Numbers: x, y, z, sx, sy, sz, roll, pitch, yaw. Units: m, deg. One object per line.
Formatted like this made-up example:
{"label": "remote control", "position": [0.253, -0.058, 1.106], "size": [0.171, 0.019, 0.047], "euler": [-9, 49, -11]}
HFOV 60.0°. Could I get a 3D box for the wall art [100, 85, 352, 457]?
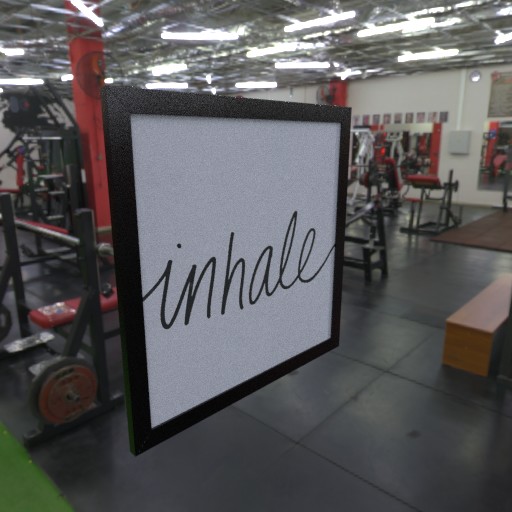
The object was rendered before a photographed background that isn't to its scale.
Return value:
{"label": "wall art", "position": [0.000, 0.000, 0.664], "size": [0.446, 0.445, 0.014], "euler": [-14, 20, -43]}
